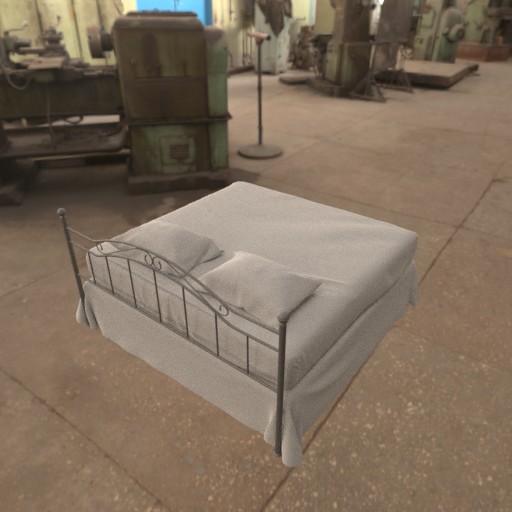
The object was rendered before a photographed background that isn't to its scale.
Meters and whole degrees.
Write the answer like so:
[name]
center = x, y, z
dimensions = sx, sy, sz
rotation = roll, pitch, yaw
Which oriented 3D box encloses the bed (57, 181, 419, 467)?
[bed]
center = 0.000, 0.000, 3.692
dimensions = 2.309, 1.080, 2.220
rotation = 22, 37, 32
